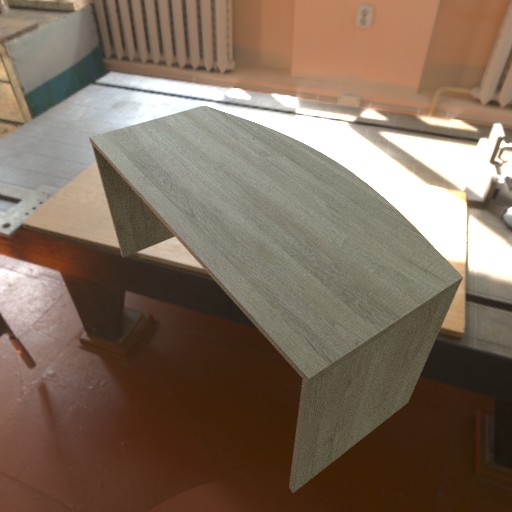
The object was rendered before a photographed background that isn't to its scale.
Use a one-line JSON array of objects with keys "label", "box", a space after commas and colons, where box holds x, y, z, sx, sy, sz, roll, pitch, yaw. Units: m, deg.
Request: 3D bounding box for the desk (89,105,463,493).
[{"label": "desk", "box": [0.000, 0.000, 2.031, 0.802, 0.752, 1.600, -25, 48, -25]}]
